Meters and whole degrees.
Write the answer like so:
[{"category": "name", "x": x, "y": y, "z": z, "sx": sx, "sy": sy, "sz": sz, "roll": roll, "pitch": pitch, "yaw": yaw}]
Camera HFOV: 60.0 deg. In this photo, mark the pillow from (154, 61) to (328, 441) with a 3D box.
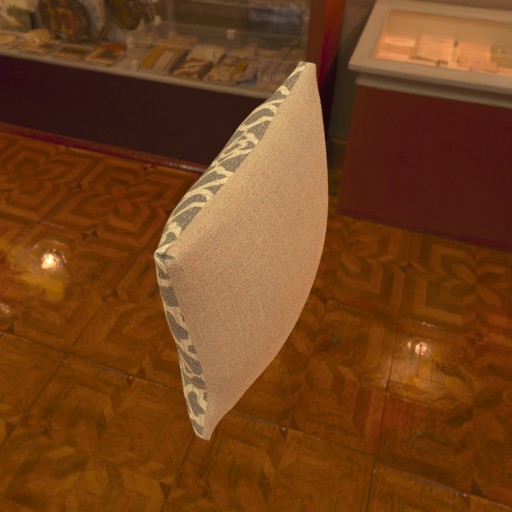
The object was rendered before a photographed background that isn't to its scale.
[{"category": "pillow", "x": 0.000, "y": 0.000, "z": 0.787, "sx": 0.215, "sy": 0.498, "sz": 0.508, "roll": 16, "pitch": 49, "yaw": 15}]
